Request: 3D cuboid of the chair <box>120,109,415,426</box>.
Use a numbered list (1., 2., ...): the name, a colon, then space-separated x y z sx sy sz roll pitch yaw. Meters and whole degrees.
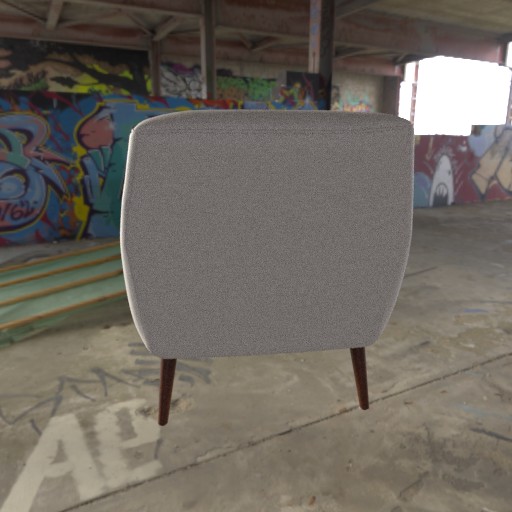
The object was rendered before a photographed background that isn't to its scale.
1. chair: 0.000 0.000 1.404 0.762 0.838 0.787 -2 15 -7
